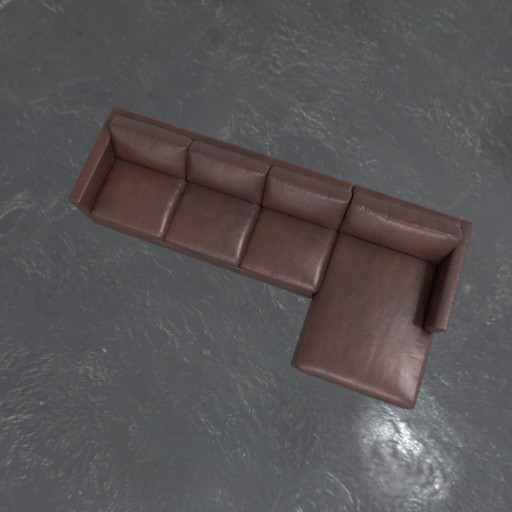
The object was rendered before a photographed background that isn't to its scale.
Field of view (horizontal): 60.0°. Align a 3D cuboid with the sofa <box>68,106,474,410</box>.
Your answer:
[{"bbox_3d":[0.000,0.000,3.825,3.203,0.883,1.581,19,77,5],"label":"sofa"}]
